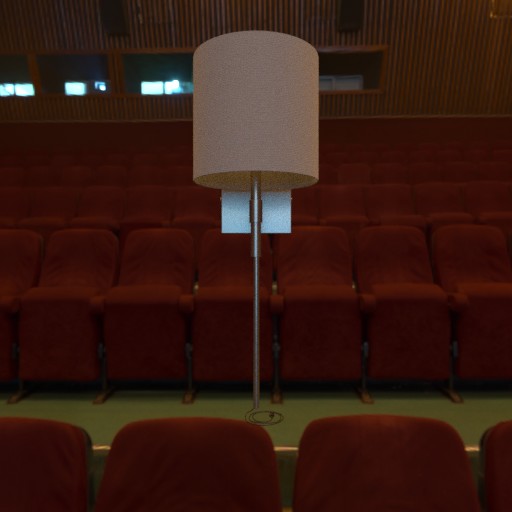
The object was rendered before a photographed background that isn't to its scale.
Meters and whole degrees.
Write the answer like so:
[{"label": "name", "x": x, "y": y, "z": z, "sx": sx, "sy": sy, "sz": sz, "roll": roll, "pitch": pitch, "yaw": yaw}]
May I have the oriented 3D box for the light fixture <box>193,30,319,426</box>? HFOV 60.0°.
[{"label": "light fixture", "x": 0.000, "y": 0.000, "z": 0.703, "sx": 0.188, "sy": 0.589, "sz": 0.248, "roll": 0, "pitch": 0, "yaw": 0}]
